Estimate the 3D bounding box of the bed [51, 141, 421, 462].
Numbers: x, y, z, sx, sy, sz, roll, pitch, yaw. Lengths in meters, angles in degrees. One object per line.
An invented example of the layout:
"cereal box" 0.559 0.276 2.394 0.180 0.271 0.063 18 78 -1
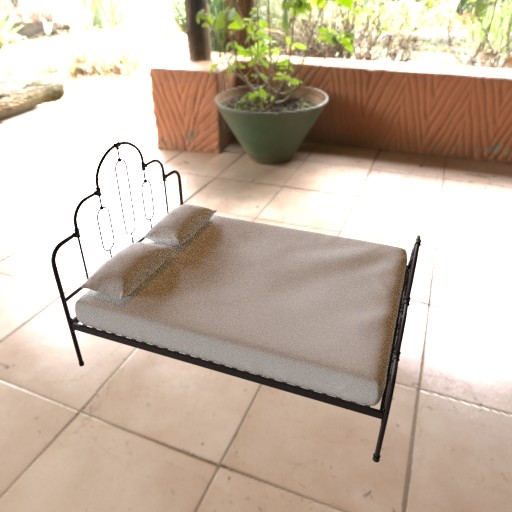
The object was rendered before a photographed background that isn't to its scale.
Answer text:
"bed" 0.000 0.000 3.197 2.163 1.429 1.640 11 33 18
